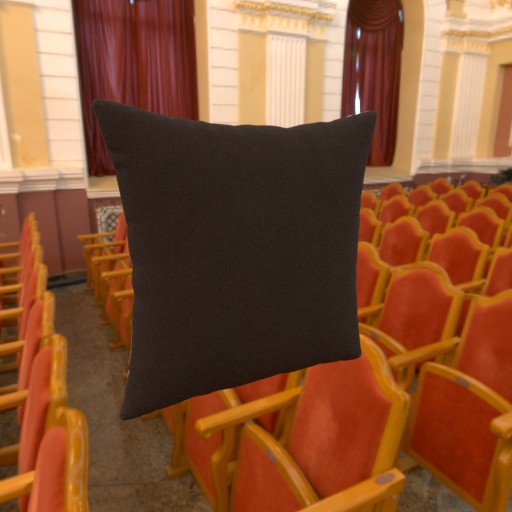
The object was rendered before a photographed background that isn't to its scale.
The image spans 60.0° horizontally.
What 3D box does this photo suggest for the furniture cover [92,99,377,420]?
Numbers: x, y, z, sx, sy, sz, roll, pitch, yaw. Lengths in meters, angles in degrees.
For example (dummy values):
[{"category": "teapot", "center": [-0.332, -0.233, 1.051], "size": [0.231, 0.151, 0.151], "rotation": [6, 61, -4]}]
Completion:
[{"category": "furniture cover", "center": [0.000, 0.000, 0.789], "size": [0.511, 0.509, 0.161], "rotation": [-7, 16, -26]}]
